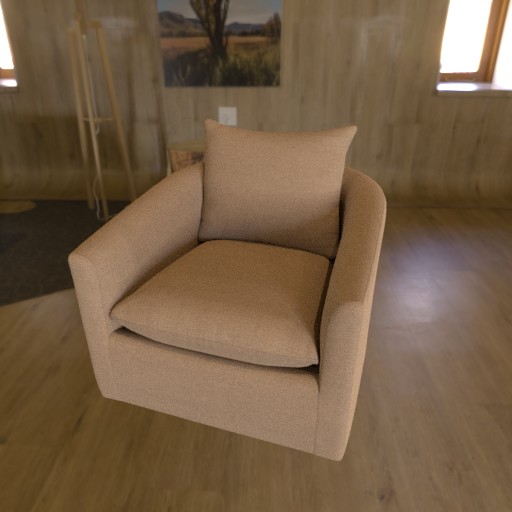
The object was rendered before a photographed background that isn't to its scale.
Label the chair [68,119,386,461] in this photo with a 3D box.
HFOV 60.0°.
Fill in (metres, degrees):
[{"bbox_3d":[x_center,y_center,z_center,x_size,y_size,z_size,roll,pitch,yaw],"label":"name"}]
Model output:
[{"bbox_3d":[0.000,0.000,1.576,0.845,0.848,0.910,8,27,17],"label":"chair"}]
